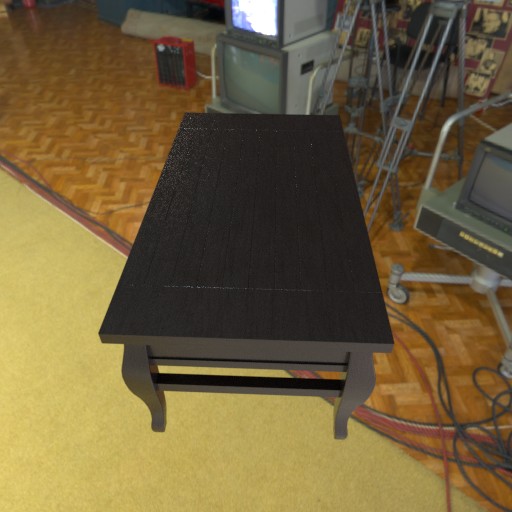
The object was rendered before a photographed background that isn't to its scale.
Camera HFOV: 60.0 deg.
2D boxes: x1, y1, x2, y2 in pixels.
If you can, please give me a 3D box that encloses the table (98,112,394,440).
[{"bbox_3d":[0.000,0.000,1.431,0.600,0.494,1.062,2,41,2],"label":"table"}]
